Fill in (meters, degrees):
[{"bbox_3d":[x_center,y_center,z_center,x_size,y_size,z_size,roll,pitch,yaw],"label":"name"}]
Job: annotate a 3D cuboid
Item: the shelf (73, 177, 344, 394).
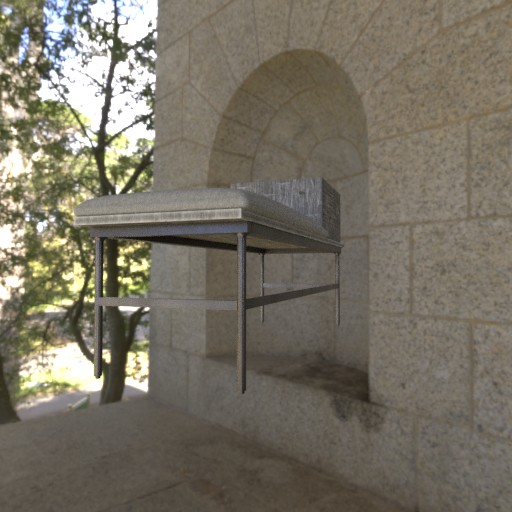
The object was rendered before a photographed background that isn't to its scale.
[{"bbox_3d":[0.000,0.000,1.606,0.457,0.633,1.342,-1,-2,20],"label":"shelf"}]
